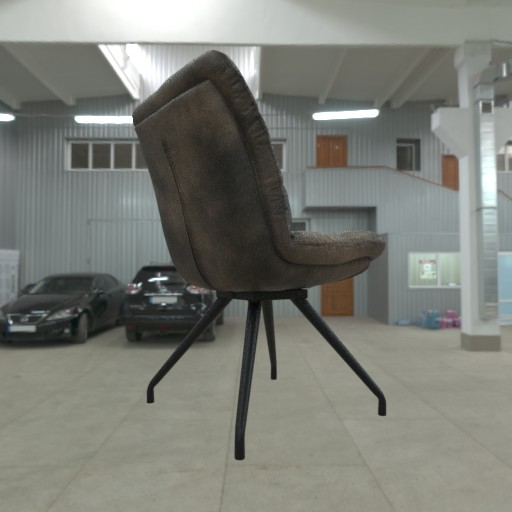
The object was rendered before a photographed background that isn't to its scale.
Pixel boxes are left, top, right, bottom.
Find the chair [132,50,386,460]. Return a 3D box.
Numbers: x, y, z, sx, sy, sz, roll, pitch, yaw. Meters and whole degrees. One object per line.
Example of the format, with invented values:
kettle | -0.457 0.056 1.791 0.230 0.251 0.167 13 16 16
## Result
chair | 0.000 0.000 1.266 0.622 0.870 0.549 1 -2 -36
